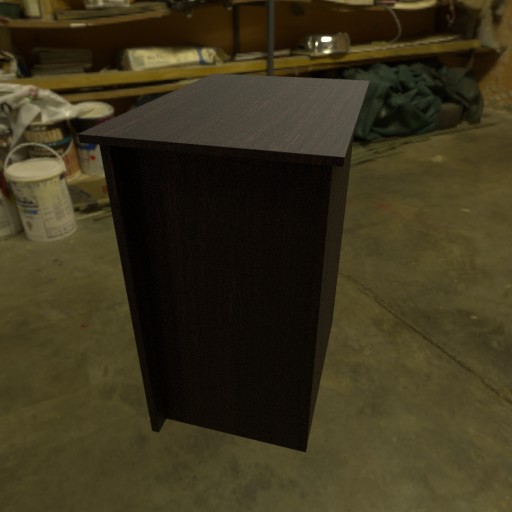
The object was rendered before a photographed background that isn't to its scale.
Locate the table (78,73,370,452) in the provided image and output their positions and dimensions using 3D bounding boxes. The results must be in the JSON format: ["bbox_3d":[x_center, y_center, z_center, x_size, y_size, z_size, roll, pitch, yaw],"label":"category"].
[{"bbox_3d":[0.000,0.000,1.057,0.406,0.711,0.591,8,32,13],"label":"table"}]
